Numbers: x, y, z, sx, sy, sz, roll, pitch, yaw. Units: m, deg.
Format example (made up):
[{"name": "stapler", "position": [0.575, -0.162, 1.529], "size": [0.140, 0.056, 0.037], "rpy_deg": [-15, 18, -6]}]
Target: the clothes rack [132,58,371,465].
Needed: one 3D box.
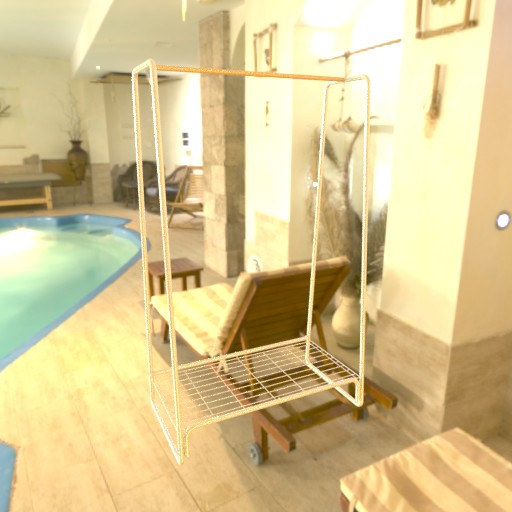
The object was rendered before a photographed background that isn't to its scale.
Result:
[{"name": "clothes rack", "position": [0.000, 0.000, 1.932], "size": [0.900, 1.500, 0.495], "rpy_deg": [-7, 17, -25]}]
